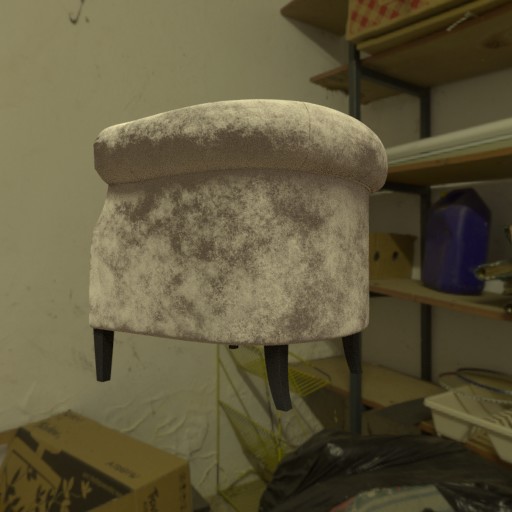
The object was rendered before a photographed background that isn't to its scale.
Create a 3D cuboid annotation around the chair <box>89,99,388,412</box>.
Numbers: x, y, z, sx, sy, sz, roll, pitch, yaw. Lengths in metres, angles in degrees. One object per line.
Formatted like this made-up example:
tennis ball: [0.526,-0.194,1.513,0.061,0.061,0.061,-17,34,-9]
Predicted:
chair: [0.000,0.000,1.535,0.851,0.826,0.904,-1,-1,36]
